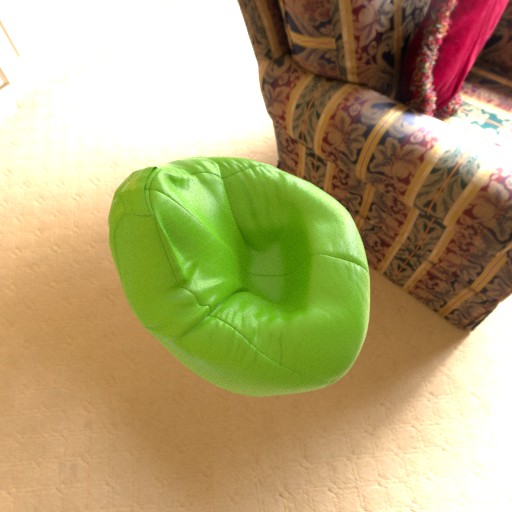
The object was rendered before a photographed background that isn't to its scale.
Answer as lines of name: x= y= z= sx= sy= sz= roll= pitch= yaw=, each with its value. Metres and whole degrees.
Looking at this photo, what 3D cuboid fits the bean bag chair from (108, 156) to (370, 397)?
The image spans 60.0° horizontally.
bean bag chair: x=0.000 y=0.000 z=1.896 sx=1.070 sy=0.990 sz=1.070 roll=1 pitch=63 yaw=0
